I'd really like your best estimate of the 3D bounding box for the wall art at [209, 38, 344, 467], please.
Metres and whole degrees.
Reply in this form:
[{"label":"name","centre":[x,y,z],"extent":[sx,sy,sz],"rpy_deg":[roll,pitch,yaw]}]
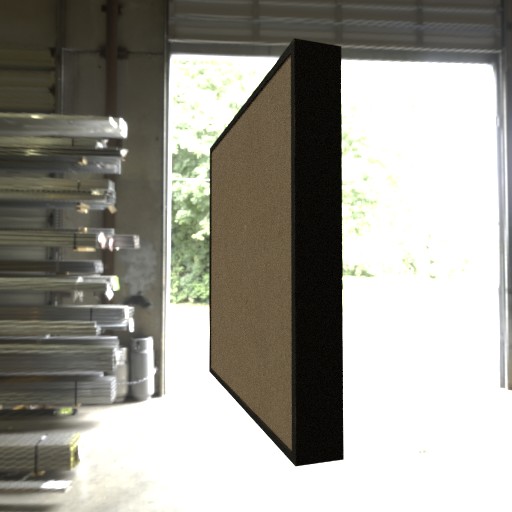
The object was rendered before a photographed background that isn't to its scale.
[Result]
[{"label":"wall art","centre":[0.000,0.000,0.466],"extent":[0.038,0.305,0.305],"rpy_deg":[1,-2,-17]}]
